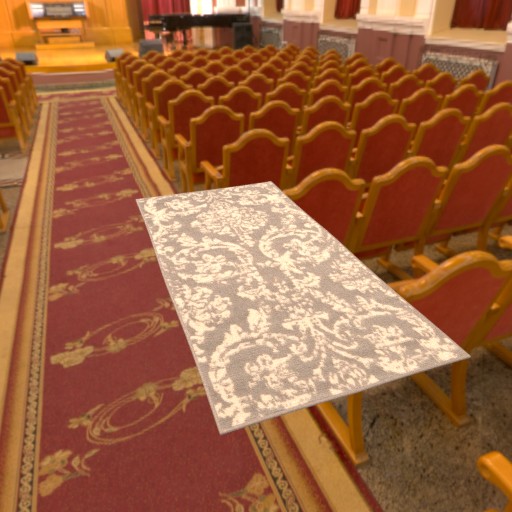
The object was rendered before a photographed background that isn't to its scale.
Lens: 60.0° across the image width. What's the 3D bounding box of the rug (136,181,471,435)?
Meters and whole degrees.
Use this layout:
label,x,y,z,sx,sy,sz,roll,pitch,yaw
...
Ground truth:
label,x,y,z,sx,sy,sz,roll,pitch,yaw
rug,0.000,0.000,1.425,0.604,0.007,1.219,-11,32,-18
